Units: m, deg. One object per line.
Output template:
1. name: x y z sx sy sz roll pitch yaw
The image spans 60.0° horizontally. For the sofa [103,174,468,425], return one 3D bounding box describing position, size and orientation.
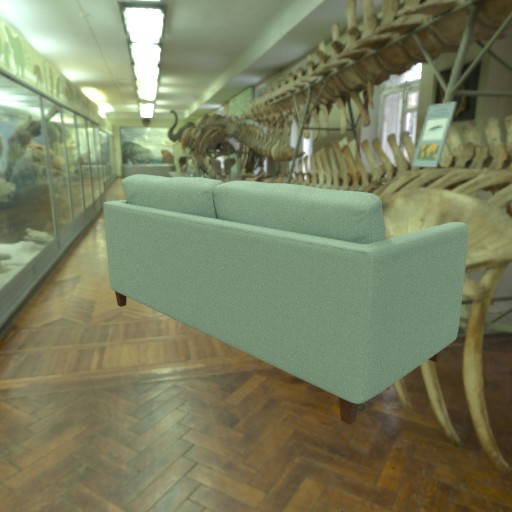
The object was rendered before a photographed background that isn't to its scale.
1. sofa: 0.000 0.000 2.750 0.951 0.965 2.208 -13 18 -42
